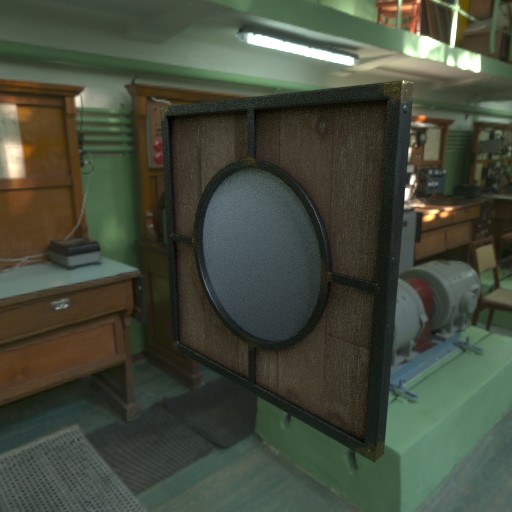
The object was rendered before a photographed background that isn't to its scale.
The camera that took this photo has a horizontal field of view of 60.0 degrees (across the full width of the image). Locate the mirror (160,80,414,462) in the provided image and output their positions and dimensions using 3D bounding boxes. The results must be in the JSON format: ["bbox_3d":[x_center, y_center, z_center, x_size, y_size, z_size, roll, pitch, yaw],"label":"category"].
[{"bbox_3d":[0.000,0.000,0.563,0.020,0.381,0.382,-13,19,-42],"label":"mirror"}]
